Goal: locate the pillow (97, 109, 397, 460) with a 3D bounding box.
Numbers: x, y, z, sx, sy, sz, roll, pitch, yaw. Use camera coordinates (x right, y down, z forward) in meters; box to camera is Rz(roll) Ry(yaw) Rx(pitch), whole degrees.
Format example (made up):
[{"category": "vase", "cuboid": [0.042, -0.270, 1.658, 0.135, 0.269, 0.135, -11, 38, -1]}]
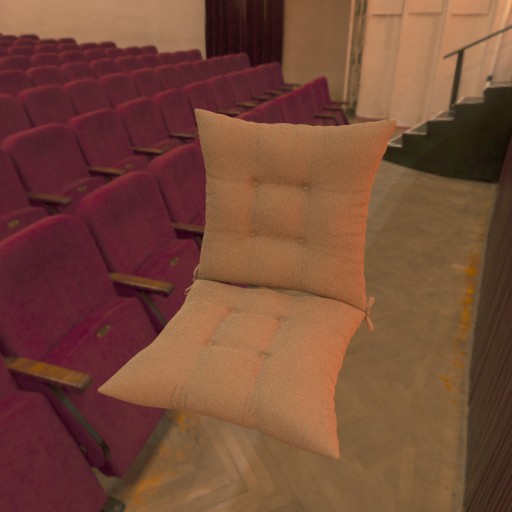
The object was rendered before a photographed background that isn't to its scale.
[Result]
[{"category": "pillow", "cuboid": [0.000, 0.000, 0.988, 0.541, 0.536, 0.585, 9, 29, 17]}]
